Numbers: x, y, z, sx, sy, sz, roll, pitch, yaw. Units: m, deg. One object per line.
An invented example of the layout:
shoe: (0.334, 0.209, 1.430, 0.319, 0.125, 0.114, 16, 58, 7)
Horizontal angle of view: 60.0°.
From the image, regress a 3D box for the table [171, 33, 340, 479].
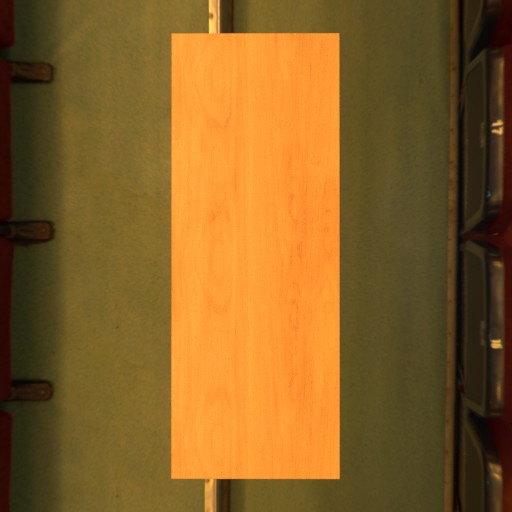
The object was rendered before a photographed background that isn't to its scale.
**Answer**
table: (0.000, 0.000, 1.257, 0.340, 0.728, 0.900, 0, 90, 0)
